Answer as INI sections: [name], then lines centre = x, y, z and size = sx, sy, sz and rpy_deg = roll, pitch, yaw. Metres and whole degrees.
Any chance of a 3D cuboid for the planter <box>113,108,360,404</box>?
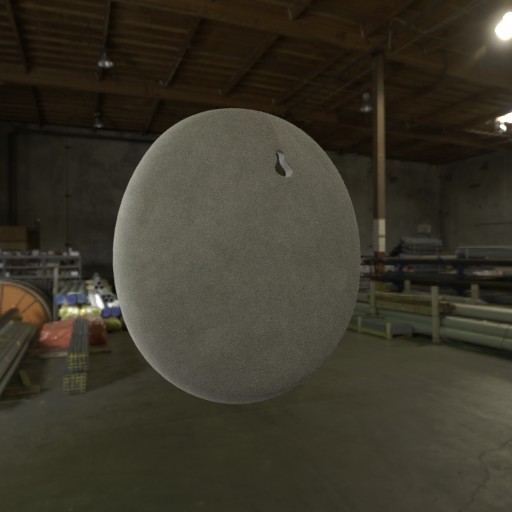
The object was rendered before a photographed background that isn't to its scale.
[planter]
centre = 0.000, 0.000, 0.288
size = 0.185, 0.188, 0.071
rpy_deg = 0, 0, -35
